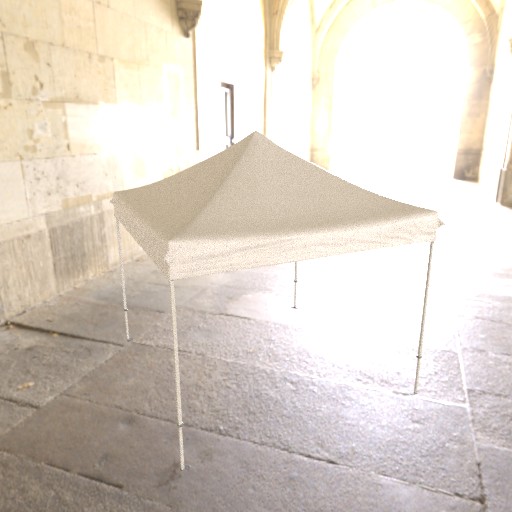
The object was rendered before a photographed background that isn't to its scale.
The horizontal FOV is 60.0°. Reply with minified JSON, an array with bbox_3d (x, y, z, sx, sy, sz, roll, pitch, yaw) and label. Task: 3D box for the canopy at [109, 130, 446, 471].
[{"bbox_3d":[0.000,0.000,5.498,2.994,2.998,2.996,-8,18,-24],"label":"canopy"}]
